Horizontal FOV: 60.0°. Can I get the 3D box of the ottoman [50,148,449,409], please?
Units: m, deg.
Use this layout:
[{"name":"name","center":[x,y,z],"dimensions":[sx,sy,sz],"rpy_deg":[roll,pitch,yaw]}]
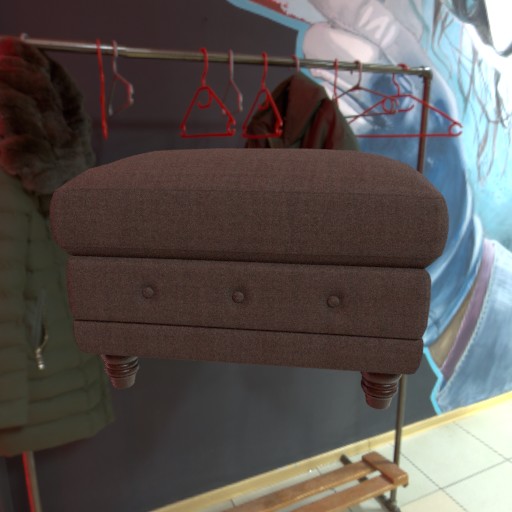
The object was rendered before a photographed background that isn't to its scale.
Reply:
[{"name":"ottoman","center":[0.000,0.000,1.181],"dimensions":[0.809,0.555,0.599],"rpy_deg":[2,15,8]}]
